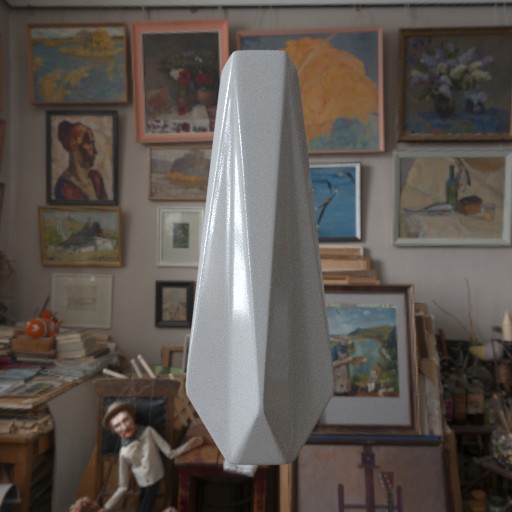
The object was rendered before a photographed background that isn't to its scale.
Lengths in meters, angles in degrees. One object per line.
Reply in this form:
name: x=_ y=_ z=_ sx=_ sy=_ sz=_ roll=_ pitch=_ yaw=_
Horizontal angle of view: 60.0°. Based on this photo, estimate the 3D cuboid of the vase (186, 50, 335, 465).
vase: x=0.000 y=0.000 z=0.387 sx=0.122 sy=0.329 sz=0.116 roll=1 pitch=-1 yaw=-36
